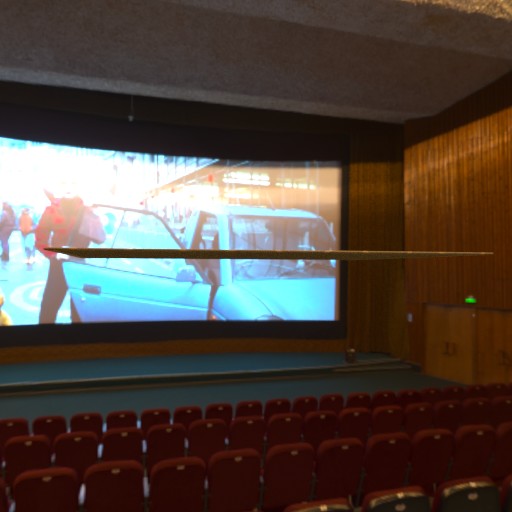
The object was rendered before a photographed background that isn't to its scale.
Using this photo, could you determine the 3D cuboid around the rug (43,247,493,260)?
[{"bbox_3d":[0.000,0.000,2.641,2.080,0.010,1.451,0,-2,-16],"label":"rug"}]
